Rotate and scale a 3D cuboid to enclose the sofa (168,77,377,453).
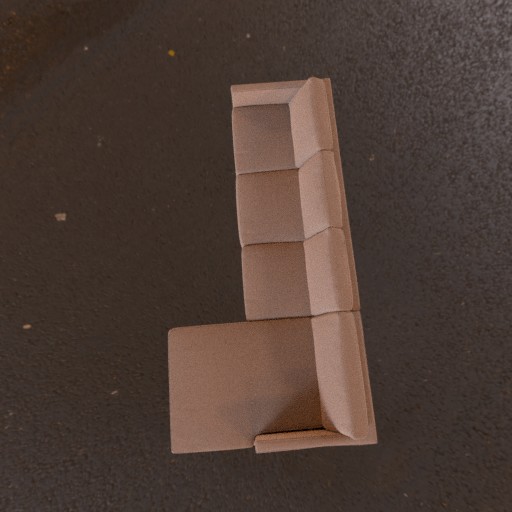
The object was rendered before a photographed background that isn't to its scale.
[{"bbox_3d":[0.000,0.000,3.944,1.625,0.861,3.186,-4,76,-1],"label":"sofa"}]
